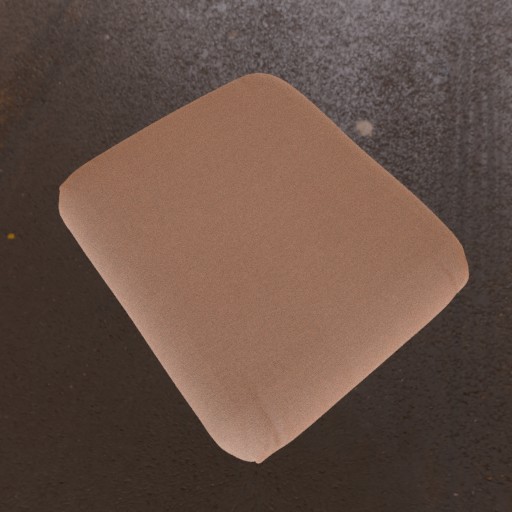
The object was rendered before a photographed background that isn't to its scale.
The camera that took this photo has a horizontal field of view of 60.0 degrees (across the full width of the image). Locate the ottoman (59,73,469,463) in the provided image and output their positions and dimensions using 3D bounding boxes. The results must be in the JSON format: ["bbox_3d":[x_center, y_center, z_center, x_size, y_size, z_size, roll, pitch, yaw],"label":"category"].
[{"bbox_3d":[0.000,0.000,1.079,0.639,0.450,0.746,-35,69,-16],"label":"ottoman"}]
